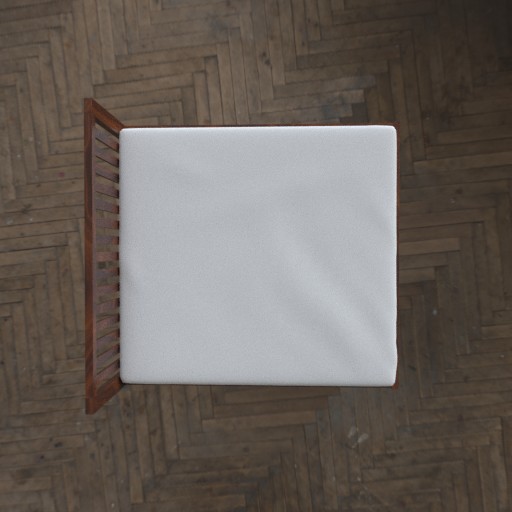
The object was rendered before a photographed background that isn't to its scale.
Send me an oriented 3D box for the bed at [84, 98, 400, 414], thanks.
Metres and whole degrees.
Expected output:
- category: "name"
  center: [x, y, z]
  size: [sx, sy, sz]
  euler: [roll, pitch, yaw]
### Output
- category: "bed"
  center: [0.000, 0.000, 3.073]
  size: [2.030, 0.890, 1.905]
  euler: [0, 91, 2]
